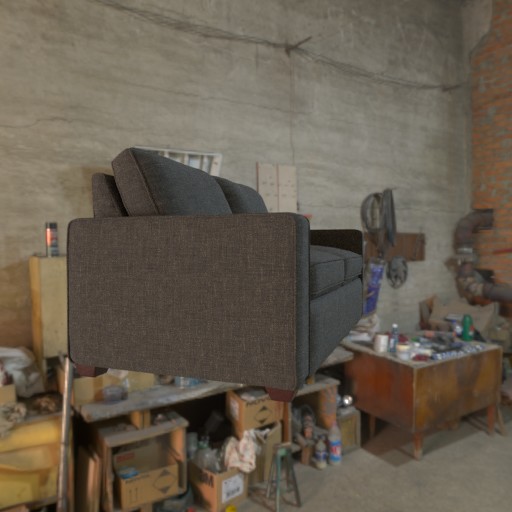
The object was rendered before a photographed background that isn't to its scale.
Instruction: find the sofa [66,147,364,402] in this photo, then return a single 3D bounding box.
[{"bbox_3d":[0.000,0.000,2.323,0.947,0.918,1.709,0,1,21],"label":"sofa"}]
